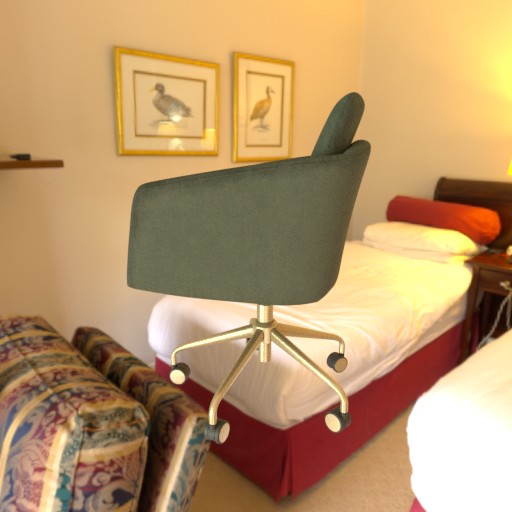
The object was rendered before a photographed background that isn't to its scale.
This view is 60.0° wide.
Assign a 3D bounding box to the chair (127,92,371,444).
[{"bbox_3d":[0.000,0.000,1.360,0.635,0.908,0.641,2,15,9],"label":"chair"}]
